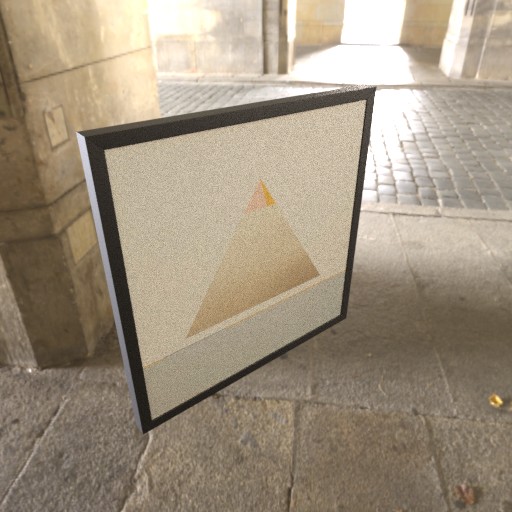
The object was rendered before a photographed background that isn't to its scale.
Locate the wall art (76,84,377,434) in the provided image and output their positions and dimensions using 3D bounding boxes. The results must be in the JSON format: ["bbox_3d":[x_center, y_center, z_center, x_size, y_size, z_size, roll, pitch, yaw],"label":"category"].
[{"bbox_3d":[0.000,0.000,1.161,0.769,0.766,0.042,-22,37,-32],"label":"wall art"}]
